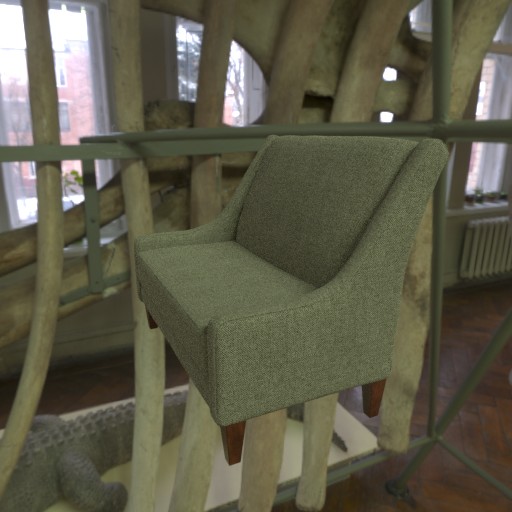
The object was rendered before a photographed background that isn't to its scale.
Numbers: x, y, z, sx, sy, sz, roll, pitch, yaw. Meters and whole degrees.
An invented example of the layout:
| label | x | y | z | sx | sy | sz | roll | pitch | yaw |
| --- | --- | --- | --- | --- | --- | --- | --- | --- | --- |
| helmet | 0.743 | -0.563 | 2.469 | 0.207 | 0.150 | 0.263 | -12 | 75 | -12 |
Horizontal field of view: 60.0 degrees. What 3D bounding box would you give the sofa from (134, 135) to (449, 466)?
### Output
| label | x | y | z | sx | sy | sz | roll | pitch | yaw |
| --- | --- | --- | --- | --- | --- | --- | --- | --- | --- |
| sofa | 0.000 | 0.000 | 1.955 | 0.870 | 1.021 | 1.242 | -8 | 18 | -25 |
